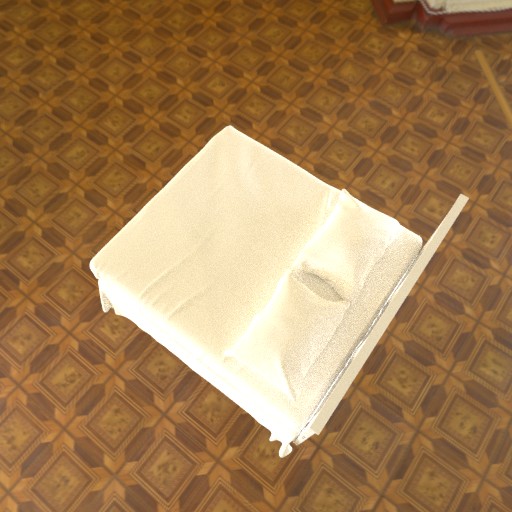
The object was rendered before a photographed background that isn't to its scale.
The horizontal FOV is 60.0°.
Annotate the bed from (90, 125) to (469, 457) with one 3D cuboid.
[{"bbox_3d":[0.000,0.000,3.193,2.047,1.269,1.876,34,68,15],"label":"bed"}]
